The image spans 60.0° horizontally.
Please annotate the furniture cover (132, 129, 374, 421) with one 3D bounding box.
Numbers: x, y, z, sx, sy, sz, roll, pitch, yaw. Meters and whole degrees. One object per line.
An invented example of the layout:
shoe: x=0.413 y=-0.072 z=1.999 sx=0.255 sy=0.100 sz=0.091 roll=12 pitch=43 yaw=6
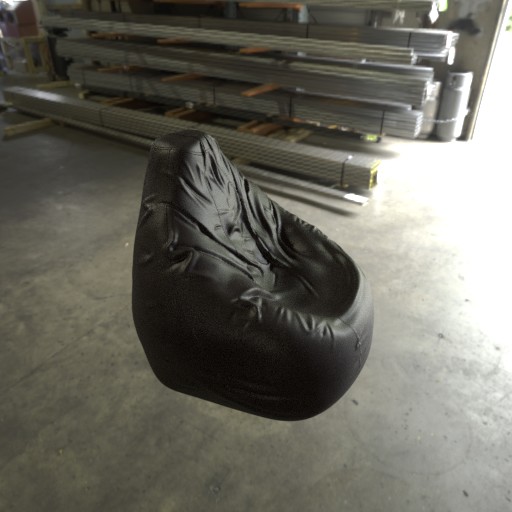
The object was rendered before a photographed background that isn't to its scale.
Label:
furniture cover: x=0.000 y=0.000 z=1.911 sx=1.070 sy=0.990 sz=1.070 roll=11 pitch=33 yaw=17
